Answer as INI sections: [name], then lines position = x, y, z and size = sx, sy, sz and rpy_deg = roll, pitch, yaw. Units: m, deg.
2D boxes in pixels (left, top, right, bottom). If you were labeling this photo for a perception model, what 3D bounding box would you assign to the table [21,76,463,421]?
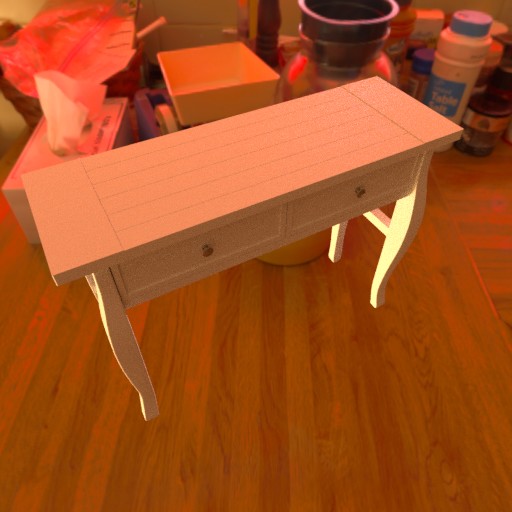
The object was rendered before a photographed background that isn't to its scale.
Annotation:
[table]
position = 0.000, 0.000, 1.385
size = 1.062, 0.768, 0.373
rpy_deg = -22, 51, -19
